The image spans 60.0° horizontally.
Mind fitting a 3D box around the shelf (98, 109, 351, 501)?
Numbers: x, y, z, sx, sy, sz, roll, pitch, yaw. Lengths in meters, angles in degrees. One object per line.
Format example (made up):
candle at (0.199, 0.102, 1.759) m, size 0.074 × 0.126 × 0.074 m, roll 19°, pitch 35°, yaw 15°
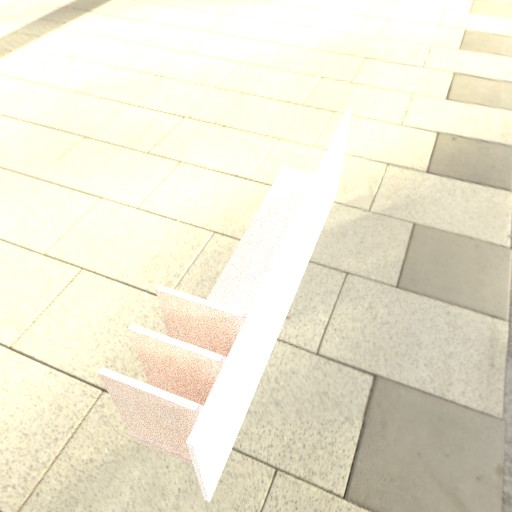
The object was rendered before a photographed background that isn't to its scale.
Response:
shelf at (0.000, 0.000, 1.097) m, size 0.200 × 0.300 × 1.020 m, roll 16°, pitch 49°, yaw 14°
